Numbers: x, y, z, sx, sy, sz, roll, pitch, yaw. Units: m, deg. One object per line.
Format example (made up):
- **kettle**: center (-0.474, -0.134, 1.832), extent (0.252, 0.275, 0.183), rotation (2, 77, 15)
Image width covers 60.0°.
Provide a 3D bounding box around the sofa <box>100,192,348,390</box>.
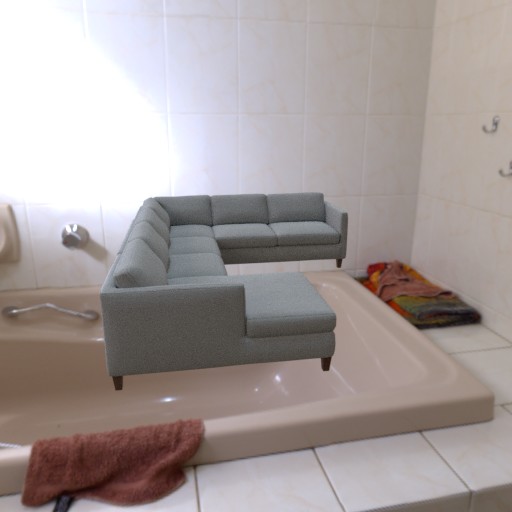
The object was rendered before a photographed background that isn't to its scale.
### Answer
- **sofa**: center (0.000, 0.000, 4.513), extent (2.551, 0.853, 3.238), rotation (-3, 17, -9)
